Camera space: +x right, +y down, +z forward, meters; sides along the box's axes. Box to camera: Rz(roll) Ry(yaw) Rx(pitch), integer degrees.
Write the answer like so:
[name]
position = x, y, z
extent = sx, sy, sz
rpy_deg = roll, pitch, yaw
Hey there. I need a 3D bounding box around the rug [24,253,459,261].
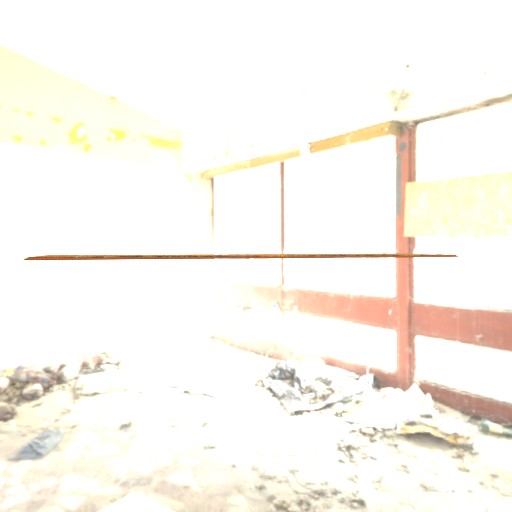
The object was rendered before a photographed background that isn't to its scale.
[rug]
position = 0.000, 0.000, 2.527
extent = 2.274, 0.016, 0.651
rpy_deg = 0, 1, -18
